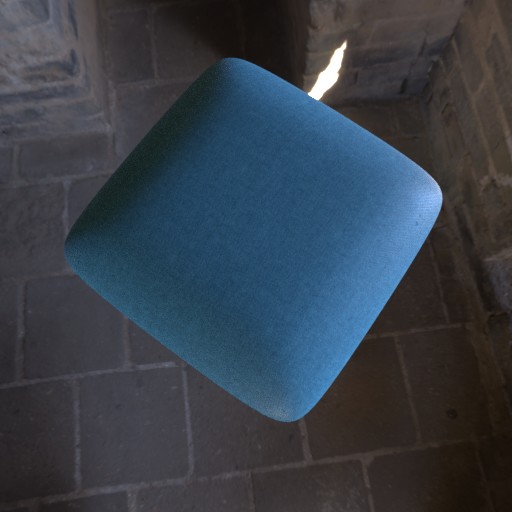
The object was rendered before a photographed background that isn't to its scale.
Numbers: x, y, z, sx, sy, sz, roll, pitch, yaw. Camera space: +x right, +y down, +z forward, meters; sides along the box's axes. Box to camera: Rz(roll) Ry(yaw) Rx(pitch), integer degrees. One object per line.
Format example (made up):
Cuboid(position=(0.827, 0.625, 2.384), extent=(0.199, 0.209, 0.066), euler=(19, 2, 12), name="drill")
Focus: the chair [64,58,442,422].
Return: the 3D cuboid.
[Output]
Cuboid(position=(0.000, 0.000, 0.702), extent=(0.360, 0.450, 0.360), euler=(35, 78, 8), name="chair")
